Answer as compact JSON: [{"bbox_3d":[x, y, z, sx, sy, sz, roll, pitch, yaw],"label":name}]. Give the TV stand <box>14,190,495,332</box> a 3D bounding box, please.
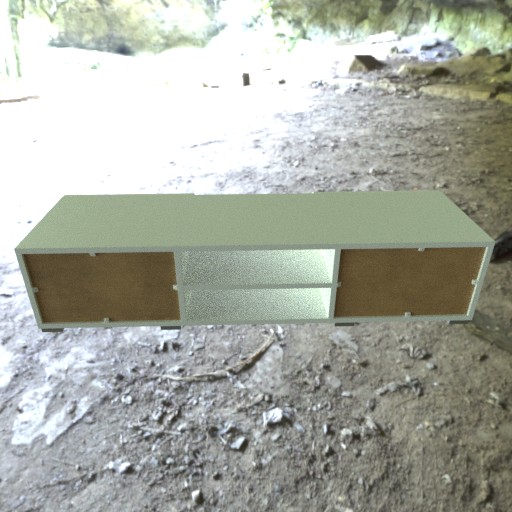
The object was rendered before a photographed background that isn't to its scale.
[{"bbox_3d":[0.000,0.000,1.546,1.400,0.310,0.420,-1,29,-2],"label":"TV stand"}]
